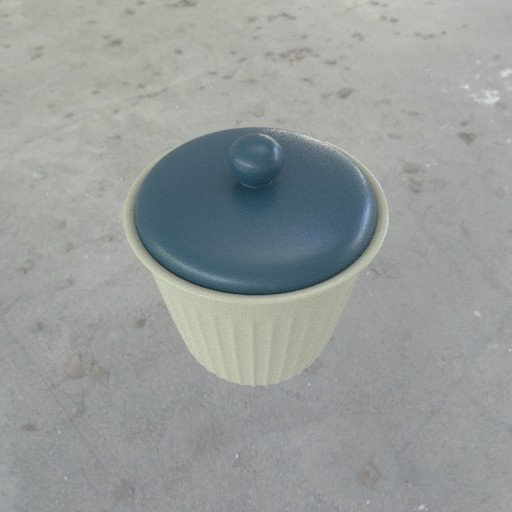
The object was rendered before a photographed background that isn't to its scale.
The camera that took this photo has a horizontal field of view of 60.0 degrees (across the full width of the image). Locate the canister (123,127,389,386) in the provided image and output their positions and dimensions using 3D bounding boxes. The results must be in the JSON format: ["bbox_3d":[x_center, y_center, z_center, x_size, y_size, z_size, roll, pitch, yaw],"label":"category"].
[{"bbox_3d":[0.000,0.000,0.350,0.181,0.211,0.181,0,47,0],"label":"canister"}]
